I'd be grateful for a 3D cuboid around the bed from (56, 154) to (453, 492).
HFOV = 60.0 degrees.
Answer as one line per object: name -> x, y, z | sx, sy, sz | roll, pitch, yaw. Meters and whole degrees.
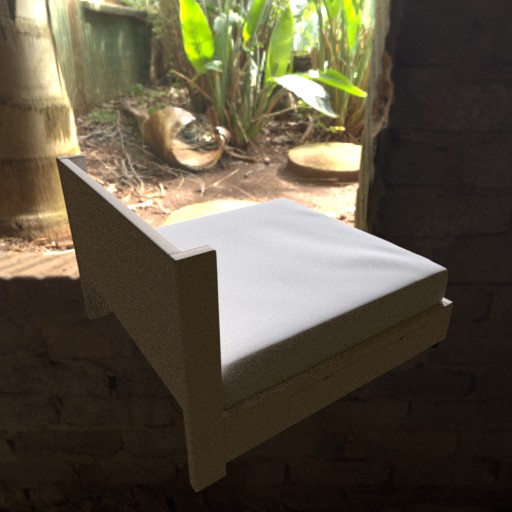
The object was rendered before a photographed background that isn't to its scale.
bed -> 0.000, 0.000, 3.525 | 2.293, 1.471, 2.145 | -17, 31, -30
